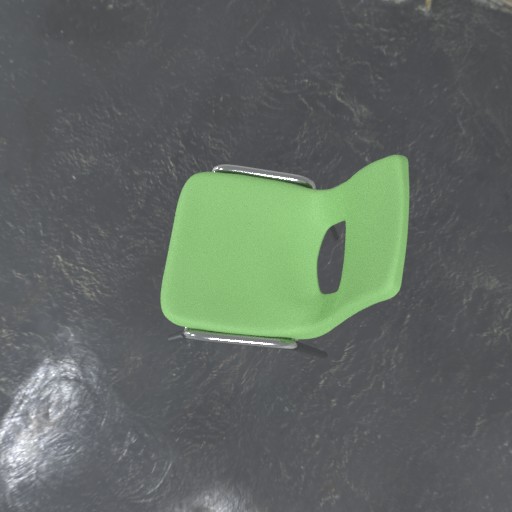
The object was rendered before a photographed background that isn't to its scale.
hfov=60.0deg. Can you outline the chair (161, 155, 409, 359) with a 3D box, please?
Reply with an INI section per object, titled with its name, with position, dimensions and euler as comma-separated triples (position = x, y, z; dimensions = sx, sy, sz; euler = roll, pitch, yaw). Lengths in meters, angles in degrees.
[chair]
position = 0.000, 0.000, 0.936
dimensions = 0.436, 0.653, 0.381
euler = 8, 76, 2
